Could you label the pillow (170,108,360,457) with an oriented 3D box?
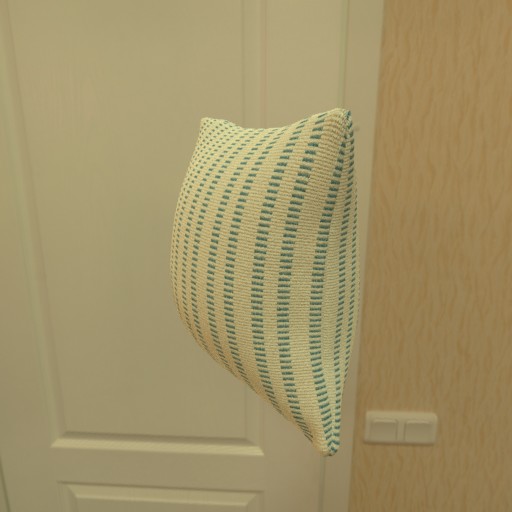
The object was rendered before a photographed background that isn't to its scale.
[{"bbox_3d":[0.000,0.000,0.684,0.247,0.419,0.438,-8,18,-24],"label":"pillow"}]
